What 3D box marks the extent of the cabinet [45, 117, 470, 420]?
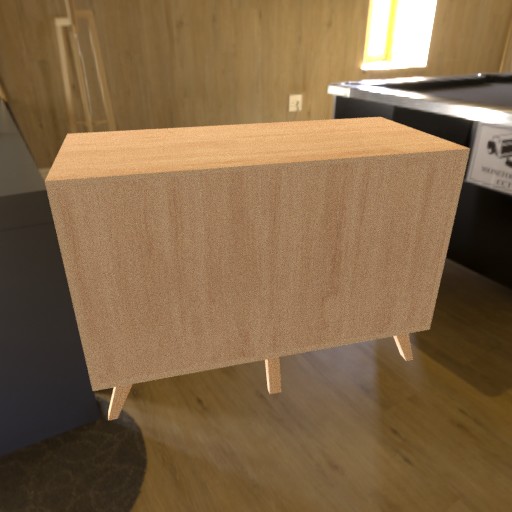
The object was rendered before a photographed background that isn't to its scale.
[{"bbox_3d":[0.000,0.000,1.509,1.110,0.780,0.500,-7,28,-13],"label":"cabinet"}]
